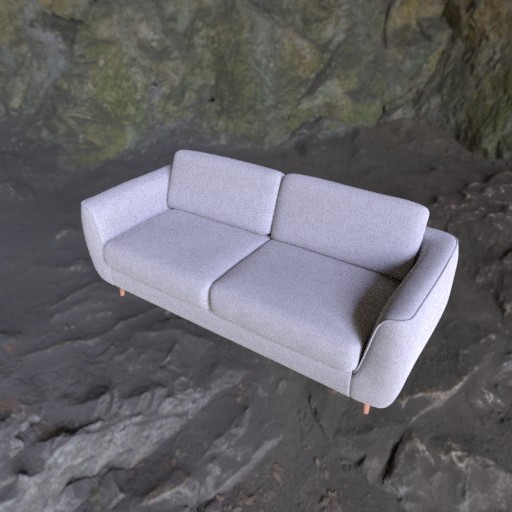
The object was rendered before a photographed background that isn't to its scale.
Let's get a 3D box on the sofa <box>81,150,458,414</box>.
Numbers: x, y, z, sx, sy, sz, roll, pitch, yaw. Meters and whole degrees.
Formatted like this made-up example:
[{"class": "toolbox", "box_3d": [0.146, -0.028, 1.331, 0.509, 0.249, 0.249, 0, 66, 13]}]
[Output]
[{"class": "sofa", "box_3d": [0.000, 0.000, 2.514, 2.000, 0.850, 0.920, 19, 36, 29]}]
